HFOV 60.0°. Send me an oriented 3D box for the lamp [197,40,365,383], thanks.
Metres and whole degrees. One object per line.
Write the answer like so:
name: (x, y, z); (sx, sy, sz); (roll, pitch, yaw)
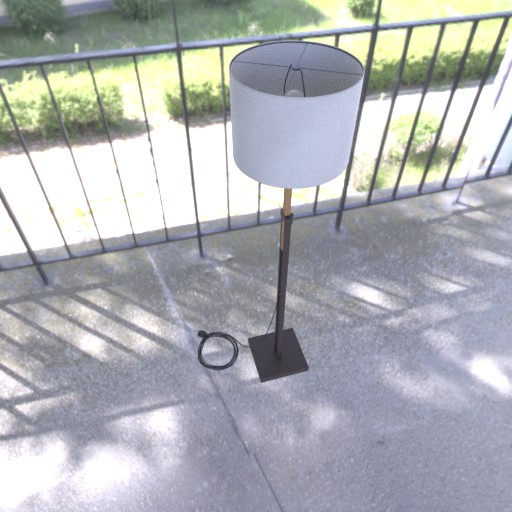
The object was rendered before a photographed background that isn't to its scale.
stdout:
lamp: (0.000, 0.000, 1.928); (0.639, 1.650, 0.474); (-11, 47, -11)
